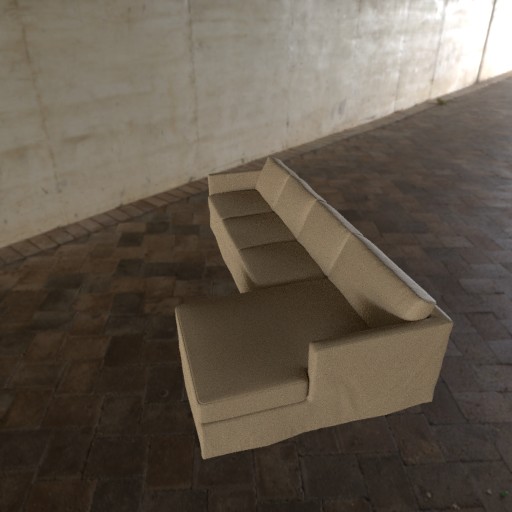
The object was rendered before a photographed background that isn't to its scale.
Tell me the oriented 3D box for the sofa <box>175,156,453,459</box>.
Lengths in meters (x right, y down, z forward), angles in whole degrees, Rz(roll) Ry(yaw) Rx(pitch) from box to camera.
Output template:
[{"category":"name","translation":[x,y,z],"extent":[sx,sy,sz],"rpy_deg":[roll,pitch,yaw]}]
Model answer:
[{"category":"sofa","translation":[0.000,0.000,3.949],"extent":[1.622,0.871,3.206],"rpy_deg":[-8,30,-14]}]
